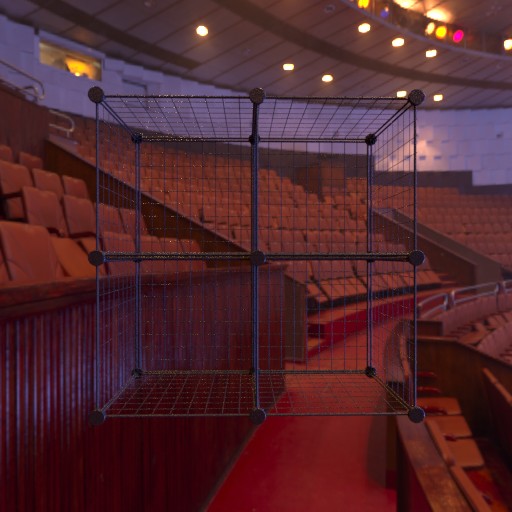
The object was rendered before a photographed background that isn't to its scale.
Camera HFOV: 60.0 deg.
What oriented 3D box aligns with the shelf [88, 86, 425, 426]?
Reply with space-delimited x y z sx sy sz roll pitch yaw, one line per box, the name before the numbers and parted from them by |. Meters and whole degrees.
shelf | 0.000 0.000 1.113 0.711 0.711 0.356 0 0 -1
